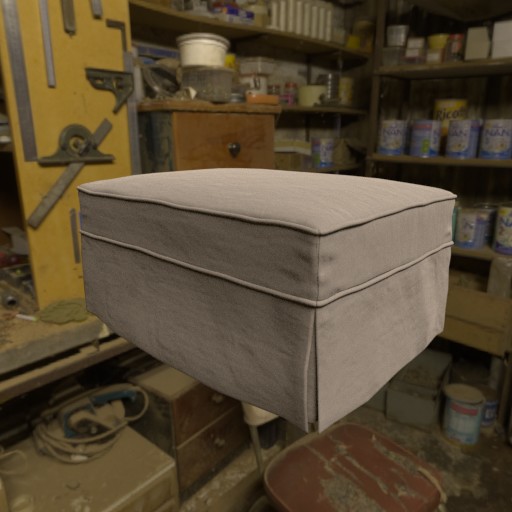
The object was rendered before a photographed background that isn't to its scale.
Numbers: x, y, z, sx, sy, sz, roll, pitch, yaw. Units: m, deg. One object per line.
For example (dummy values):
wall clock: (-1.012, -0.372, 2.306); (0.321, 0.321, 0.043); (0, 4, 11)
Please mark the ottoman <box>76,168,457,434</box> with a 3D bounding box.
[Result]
ottoman: (0.000, 0.000, 1.304); (0.944, 0.479, 0.703); (14, 21, 41)
